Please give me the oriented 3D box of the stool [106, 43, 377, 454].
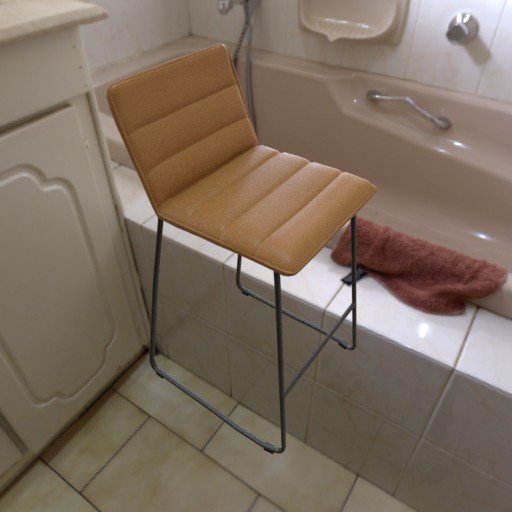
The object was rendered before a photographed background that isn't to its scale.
[{"bbox_3d":[0.000,0.000,1.208,0.524,0.936,0.489,26,47,26],"label":"stool"}]
